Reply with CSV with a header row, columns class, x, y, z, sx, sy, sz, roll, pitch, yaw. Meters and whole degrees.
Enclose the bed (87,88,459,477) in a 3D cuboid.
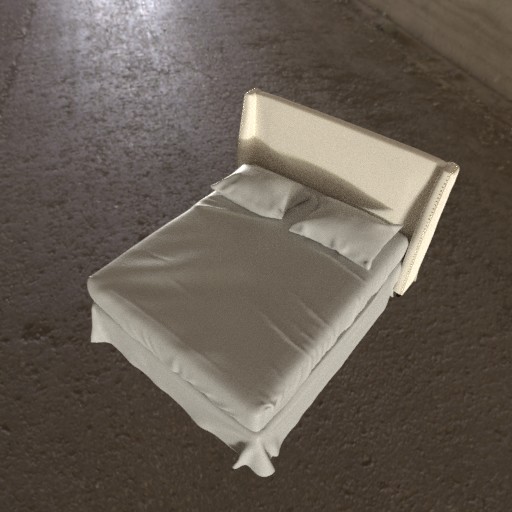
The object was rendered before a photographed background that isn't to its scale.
class,x,y,z,sx,sy,sz,roll,pitch,yaw
bed,0.000,0.000,3.415,1.925,1.332,2.276,31,54,26
